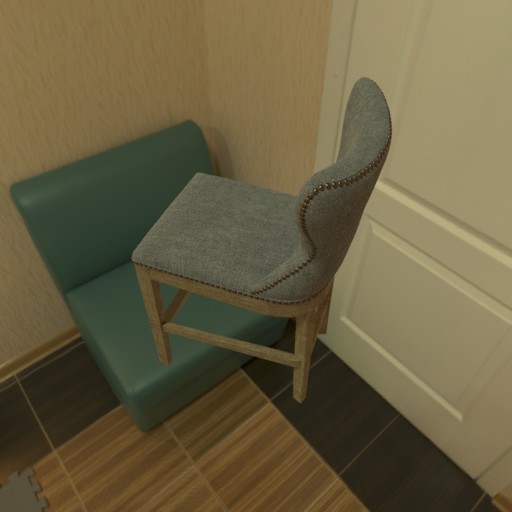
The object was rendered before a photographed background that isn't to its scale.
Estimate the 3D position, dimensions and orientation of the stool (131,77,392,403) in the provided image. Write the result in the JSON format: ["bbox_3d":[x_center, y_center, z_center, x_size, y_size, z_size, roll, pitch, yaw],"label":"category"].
[{"bbox_3d":[0.000,0.000,1.340,0.608,0.981,0.498,15,48,14],"label":"stool"}]
